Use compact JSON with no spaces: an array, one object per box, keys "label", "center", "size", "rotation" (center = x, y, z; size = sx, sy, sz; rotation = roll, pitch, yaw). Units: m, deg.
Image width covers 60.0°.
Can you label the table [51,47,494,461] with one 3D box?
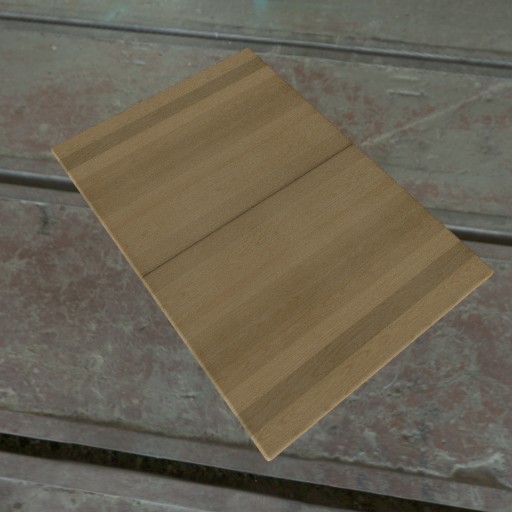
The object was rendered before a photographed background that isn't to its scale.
[{"label":"table","center":[0.000,0.000,1.839],"size":[0.900,0.770,1.300],"rotation":[-34,68,-16]}]
